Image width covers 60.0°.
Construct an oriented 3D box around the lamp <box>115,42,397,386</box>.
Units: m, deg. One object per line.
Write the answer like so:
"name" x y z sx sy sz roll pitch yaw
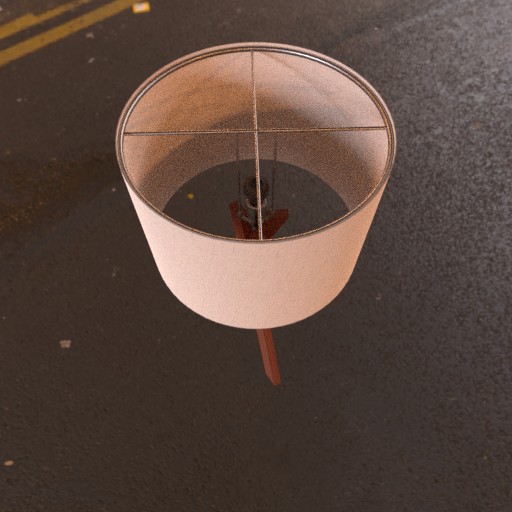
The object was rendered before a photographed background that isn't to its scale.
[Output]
"lamp" 0.000 0.000 0.899 0.380 0.686 0.380 -2 59 -1
